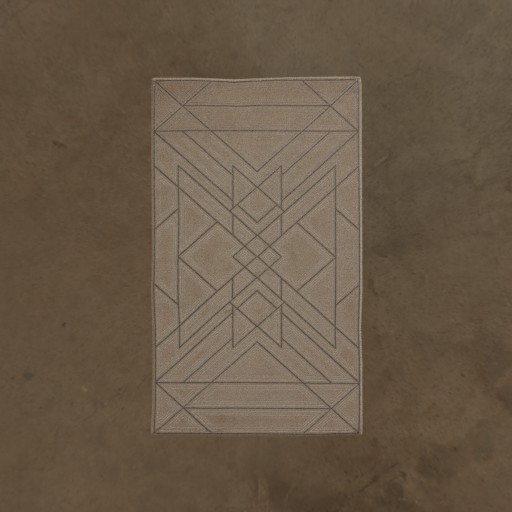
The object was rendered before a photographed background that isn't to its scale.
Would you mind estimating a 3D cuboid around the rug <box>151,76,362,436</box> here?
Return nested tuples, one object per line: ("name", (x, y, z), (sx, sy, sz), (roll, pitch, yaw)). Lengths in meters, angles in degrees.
("rug", (0.000, 0.000, 1.073), (0.511, 0.008, 0.869), (0, 89, 1))
